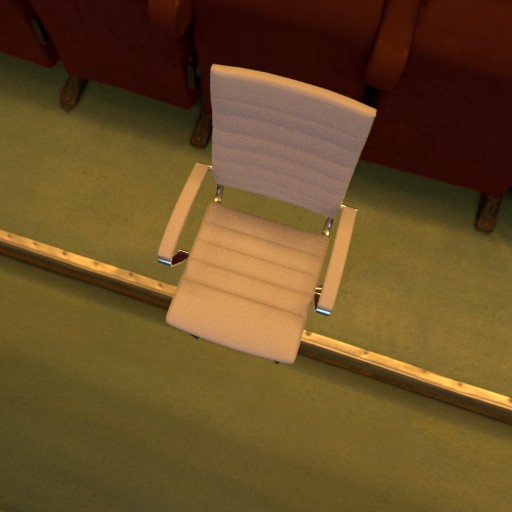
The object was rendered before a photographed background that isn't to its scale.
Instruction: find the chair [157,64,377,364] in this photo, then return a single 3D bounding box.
[{"bbox_3d":[0.000,0.000,1.593,0.679,1.149,0.667,17,76,4],"label":"chair"}]
